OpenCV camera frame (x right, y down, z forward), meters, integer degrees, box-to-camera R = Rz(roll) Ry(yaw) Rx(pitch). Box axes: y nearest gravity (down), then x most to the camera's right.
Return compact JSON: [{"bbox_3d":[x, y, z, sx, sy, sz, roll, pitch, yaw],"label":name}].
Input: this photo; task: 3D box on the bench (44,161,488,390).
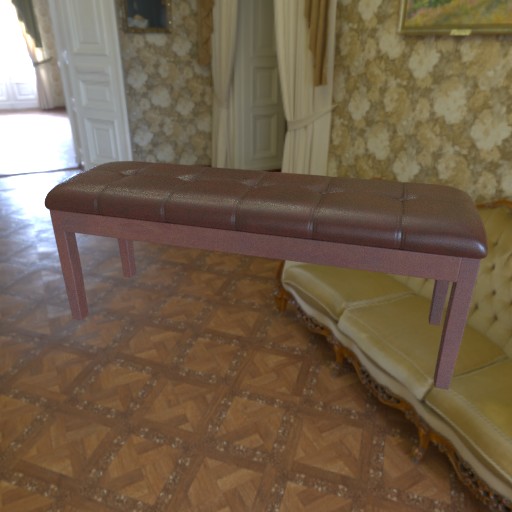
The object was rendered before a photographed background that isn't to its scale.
[{"bbox_3d":[0.000,0.000,1.442,1.259,0.491,0.401,7,27,15],"label":"bench"}]
